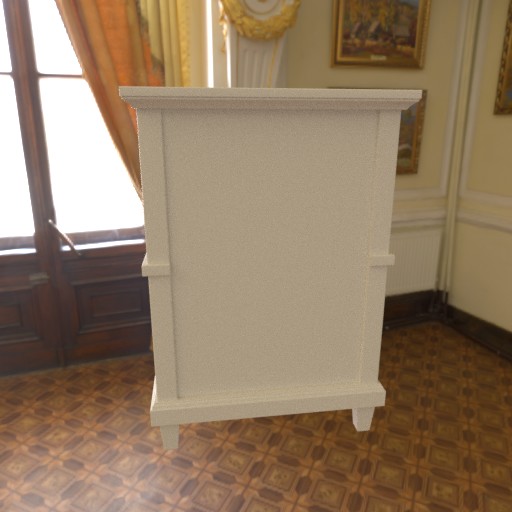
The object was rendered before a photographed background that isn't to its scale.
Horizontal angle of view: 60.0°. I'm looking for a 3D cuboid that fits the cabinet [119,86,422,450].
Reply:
[{"bbox_3d":[0.000,0.000,1.150,0.544,0.775,0.547,-2,16,-8],"label":"cabinet"}]
